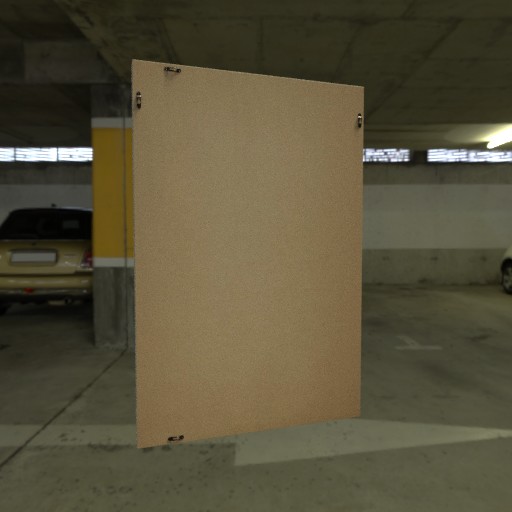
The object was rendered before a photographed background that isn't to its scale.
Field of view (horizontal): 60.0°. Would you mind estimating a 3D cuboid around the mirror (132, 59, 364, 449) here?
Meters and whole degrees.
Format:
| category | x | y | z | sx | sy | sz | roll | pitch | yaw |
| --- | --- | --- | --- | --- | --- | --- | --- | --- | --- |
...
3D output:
| category | x | y | z | sx | sy | sz | roll | pitch | yaw |
| --- | --- | --- | --- | --- | --- | --- | --- | --- | --- |
| mirror | 0.000 | 0.000 | 1.150 | 0.609 | 0.914 | 0.041 | -1 | 3 | -18 |
